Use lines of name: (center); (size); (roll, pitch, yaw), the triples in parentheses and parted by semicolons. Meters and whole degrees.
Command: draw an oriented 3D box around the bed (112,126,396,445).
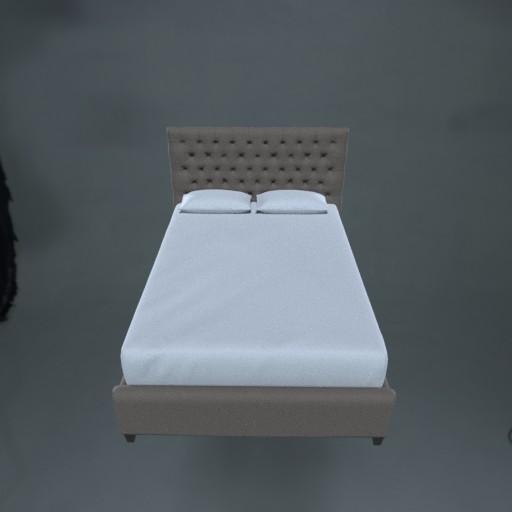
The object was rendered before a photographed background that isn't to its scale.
bed: (0.000, 0.000, 3.478); (1.698, 1.427, 2.387); (0, 31, 1)
